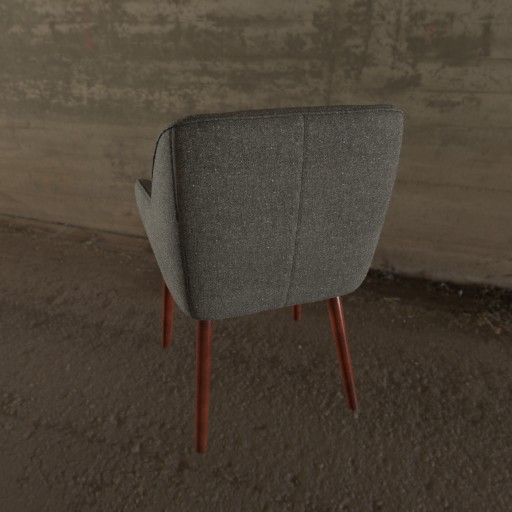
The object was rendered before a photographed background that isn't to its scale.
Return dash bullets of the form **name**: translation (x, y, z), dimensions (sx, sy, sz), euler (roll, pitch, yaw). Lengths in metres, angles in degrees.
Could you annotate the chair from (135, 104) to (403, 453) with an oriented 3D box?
- **chair**: translation (0.000, 0.000, 1.152), dimensions (0.543, 0.803, 0.519), euler (-9, 28, -17)
